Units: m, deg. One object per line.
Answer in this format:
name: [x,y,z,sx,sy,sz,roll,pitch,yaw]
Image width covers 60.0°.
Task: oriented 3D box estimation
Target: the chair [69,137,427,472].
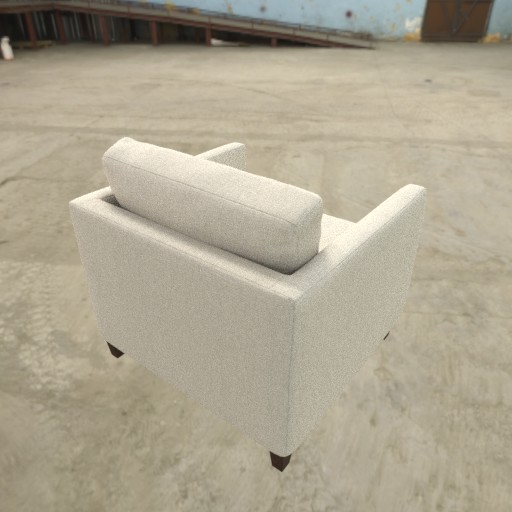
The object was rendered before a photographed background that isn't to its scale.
chair: [0.000,0.000,1.750,0.996,0.919,0.959,22,37,32]
